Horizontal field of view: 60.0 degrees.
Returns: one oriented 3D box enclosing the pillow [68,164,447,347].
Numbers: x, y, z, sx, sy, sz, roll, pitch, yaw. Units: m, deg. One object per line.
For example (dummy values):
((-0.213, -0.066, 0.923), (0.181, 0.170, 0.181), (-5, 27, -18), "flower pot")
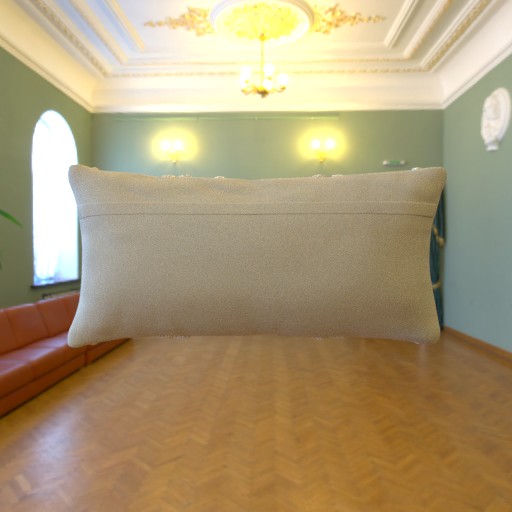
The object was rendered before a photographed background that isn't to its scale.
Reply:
((0.000, 0.000, 0.717), (0.608, 0.295, 0.161), (0, 1, 0), "pillow")
